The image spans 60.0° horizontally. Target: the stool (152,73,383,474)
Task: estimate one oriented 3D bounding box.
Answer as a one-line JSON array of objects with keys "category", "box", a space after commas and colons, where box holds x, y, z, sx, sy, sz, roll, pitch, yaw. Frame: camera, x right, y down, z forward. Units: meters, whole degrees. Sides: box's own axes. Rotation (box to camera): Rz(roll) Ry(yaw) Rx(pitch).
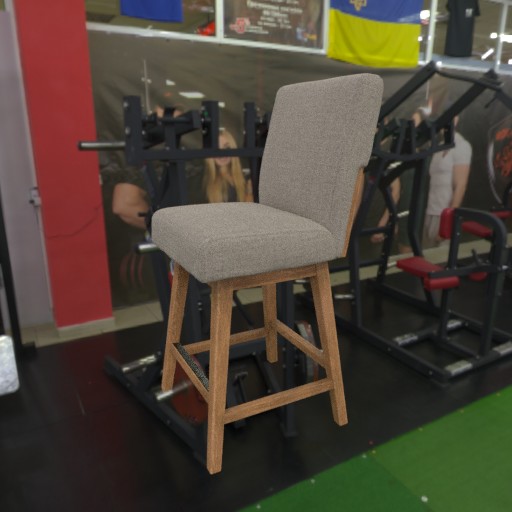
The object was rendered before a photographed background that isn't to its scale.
[{"category": "stool", "box": [0.000, 0.000, 1.330, 0.526, 1.010, 0.459, -8, 18, -27]}]
